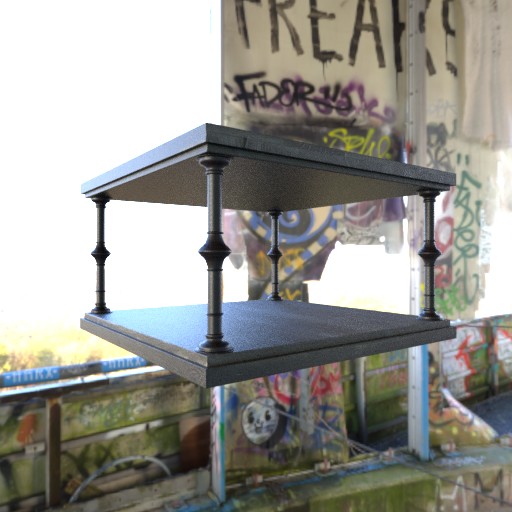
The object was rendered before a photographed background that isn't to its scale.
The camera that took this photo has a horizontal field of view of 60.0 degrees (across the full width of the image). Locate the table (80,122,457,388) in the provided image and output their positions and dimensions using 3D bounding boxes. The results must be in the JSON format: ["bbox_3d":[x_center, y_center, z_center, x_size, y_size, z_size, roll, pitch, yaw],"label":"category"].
[{"bbox_3d":[0.000,0.000,1.151,0.696,0.400,0.696,0,0,-36],"label":"table"}]
